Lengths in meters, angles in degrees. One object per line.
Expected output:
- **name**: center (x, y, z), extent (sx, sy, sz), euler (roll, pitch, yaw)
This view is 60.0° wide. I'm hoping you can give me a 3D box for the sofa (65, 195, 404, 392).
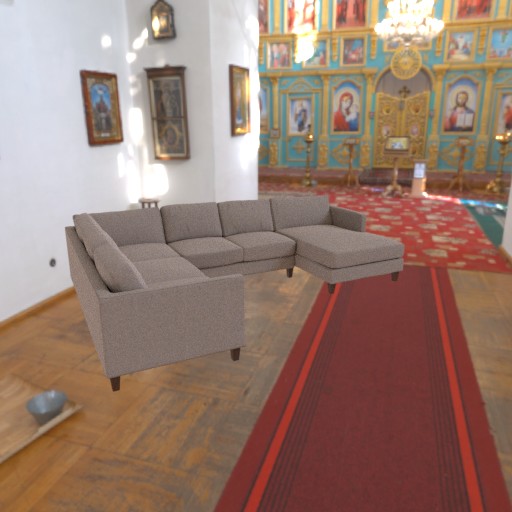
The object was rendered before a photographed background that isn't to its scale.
- **sofa**: center (0.000, 0.000, 4.588), extent (3.438, 0.865, 2.424), euler (-8, 18, -26)
